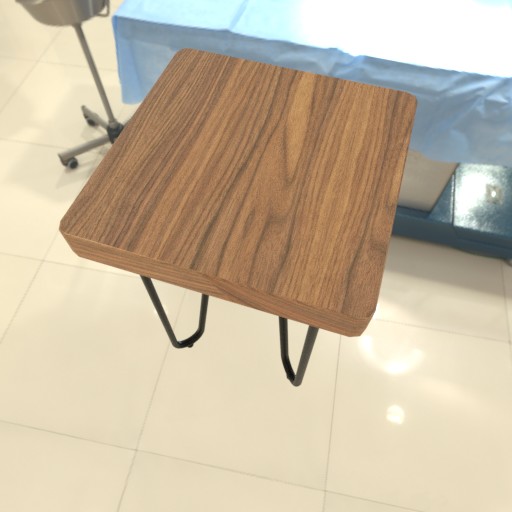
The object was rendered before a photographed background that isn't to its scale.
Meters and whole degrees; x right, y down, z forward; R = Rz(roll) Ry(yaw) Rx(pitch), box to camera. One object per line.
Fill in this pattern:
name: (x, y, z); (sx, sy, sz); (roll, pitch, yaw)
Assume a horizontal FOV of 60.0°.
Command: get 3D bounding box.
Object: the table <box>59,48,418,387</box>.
table: (0.000, 0.000, 1.010); (0.479, 0.641, 0.480); (15, 60, 9)
